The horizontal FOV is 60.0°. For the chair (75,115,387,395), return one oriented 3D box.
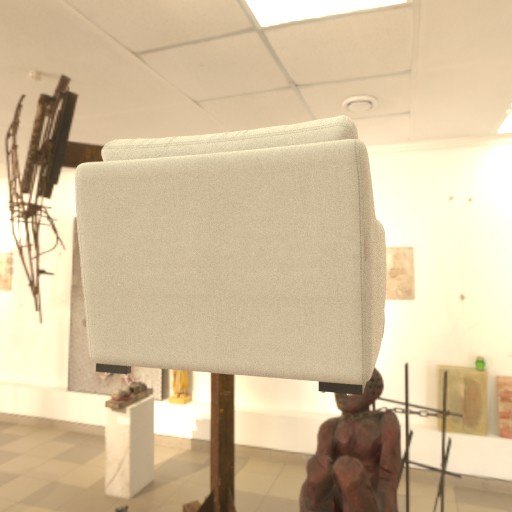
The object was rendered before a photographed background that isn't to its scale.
[{"bbox_3d":[0.000,0.000,2.009,1.140,0.930,1.158,0,-2,18],"label":"chair"}]
